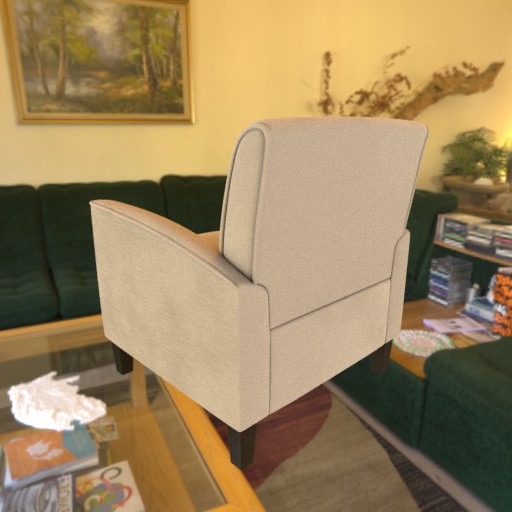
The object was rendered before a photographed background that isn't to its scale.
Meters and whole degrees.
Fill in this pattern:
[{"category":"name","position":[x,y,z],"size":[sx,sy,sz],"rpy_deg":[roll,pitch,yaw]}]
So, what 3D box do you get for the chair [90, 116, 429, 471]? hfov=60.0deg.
[{"category":"chair","position":[0.000,0.000,1.544],"size":[0.820,0.915,0.821],"rpy_deg":[-15,22,-42]}]
